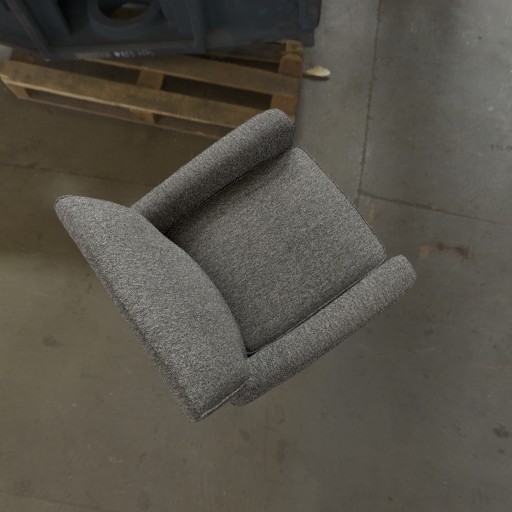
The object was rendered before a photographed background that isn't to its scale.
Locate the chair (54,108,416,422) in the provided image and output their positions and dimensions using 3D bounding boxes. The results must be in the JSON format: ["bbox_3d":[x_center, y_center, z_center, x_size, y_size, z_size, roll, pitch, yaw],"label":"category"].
[{"bbox_3d":[0.000,0.000,1.601,0.864,1.014,0.848,-35,78,-8],"label":"chair"}]
